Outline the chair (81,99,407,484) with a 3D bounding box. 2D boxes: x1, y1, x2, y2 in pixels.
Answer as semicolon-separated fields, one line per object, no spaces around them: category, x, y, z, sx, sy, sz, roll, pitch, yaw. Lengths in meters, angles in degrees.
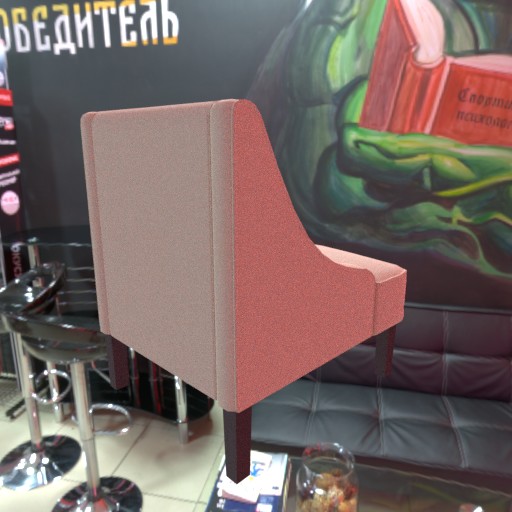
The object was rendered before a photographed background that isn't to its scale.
chair;0.000;0.000;1.439;0.689;0.886;0.806;14;20;43
